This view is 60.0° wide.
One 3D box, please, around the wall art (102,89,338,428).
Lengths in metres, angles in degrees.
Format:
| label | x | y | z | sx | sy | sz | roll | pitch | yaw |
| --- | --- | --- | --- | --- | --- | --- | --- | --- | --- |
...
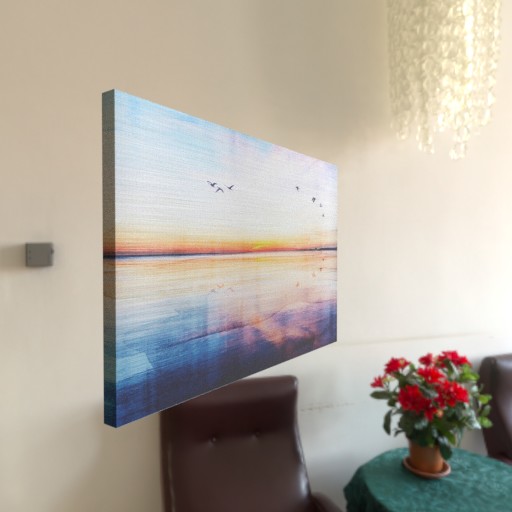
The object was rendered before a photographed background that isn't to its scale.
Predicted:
| label | x | y | z | sx | sy | sz | roll | pitch | yaw |
| --- | --- | --- | --- | --- | --- | --- | --- | --- | --- |
| wall art | 0.000 | 0.000 | 1.169 | 0.037 | 0.605 | 0.911 | 1 | 1 | 36 |
